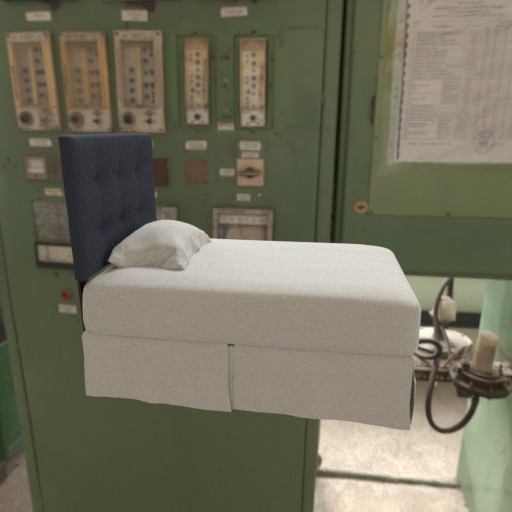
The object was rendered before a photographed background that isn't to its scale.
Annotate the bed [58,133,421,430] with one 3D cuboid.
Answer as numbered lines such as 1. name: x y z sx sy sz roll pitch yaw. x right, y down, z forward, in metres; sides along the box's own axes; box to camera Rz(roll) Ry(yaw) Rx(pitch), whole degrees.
1. bed: 0.000 0.000 2.956 1.997 1.571 1.261 3 16 9
